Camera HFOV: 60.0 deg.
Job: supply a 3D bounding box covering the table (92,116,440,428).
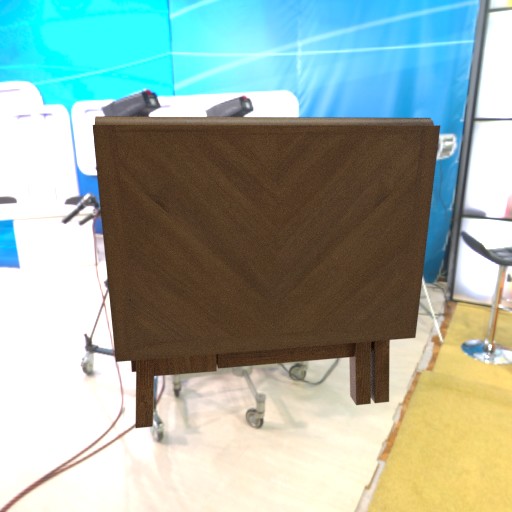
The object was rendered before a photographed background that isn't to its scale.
[{"bbox_3d":[0.000,0.000,1.667,0.967,0.981,0.701,-3,16,-9],"label":"table"}]
